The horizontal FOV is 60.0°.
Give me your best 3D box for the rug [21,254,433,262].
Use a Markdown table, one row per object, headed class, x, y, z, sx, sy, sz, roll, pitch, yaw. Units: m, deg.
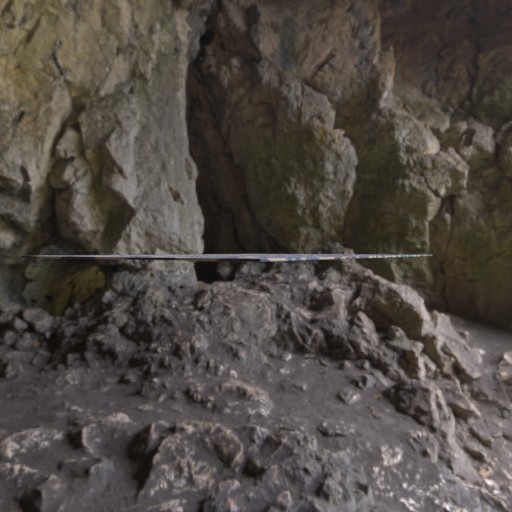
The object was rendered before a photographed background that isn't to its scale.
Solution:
| class | x | y | z | sx | sy | sz | roll | pitch | yaw |
| --- | --- | --- | --- | --- | --- | --- | --- | --- | --- |
| rug | 0.000 | 0.000 | 2.935 | 1.676 | 0.013 | 2.261 | 0 | 1 | 36 |
